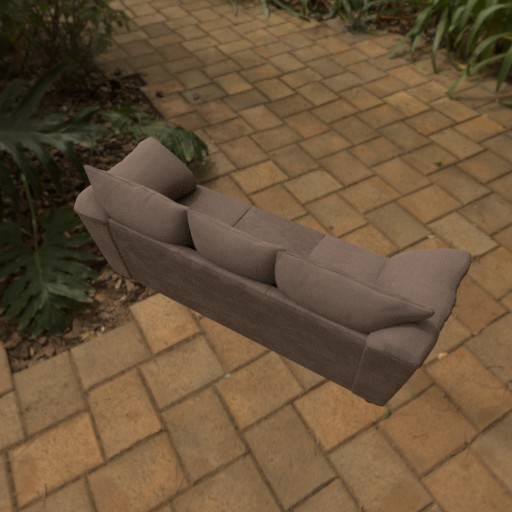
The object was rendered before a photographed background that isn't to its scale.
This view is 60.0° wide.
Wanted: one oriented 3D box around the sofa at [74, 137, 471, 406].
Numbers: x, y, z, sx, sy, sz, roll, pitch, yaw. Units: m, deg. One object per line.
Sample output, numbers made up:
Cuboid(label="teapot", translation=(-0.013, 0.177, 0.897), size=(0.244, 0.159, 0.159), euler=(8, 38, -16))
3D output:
Cuboid(label="sofa", translation=(0.000, 0.000, 2.875), size=(2.377, 0.981, 0.893), euler=(23, 51, 20))
